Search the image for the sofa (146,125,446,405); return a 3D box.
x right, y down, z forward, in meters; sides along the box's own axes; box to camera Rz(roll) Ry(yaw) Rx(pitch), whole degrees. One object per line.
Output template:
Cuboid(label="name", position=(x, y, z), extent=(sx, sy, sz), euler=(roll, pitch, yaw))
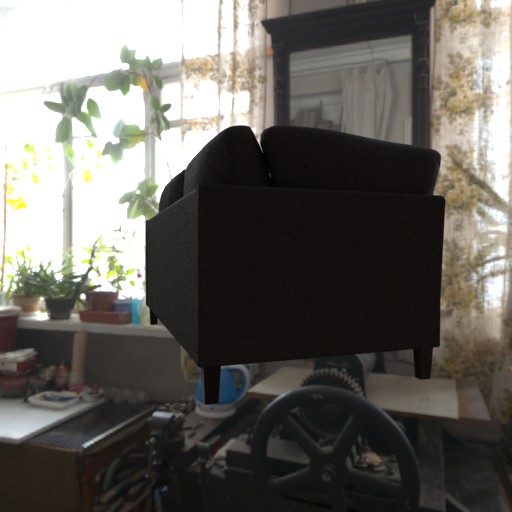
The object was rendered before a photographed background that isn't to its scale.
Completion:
Cuboid(label="sofa", position=(0.000, 0.000, 2.318), extent=(0.969, 0.920, 1.751), euler=(0, 1, -19))
